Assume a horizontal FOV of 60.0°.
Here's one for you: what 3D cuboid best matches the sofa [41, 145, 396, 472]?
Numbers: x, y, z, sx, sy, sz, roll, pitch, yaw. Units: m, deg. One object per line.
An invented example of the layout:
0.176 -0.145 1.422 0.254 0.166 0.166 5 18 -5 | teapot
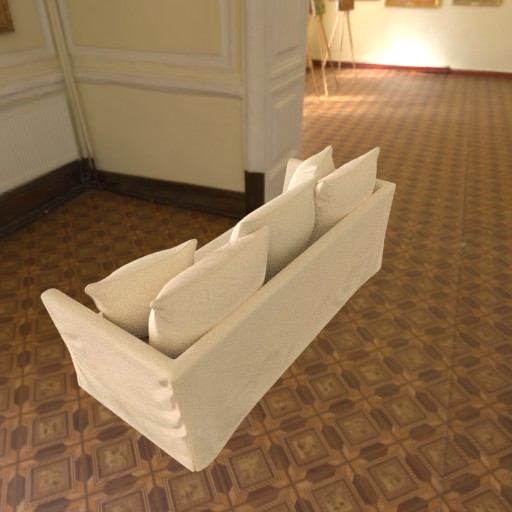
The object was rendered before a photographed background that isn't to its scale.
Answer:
0.000 0.000 3.029 1.030 1.042 2.484 22 39 30 | sofa
